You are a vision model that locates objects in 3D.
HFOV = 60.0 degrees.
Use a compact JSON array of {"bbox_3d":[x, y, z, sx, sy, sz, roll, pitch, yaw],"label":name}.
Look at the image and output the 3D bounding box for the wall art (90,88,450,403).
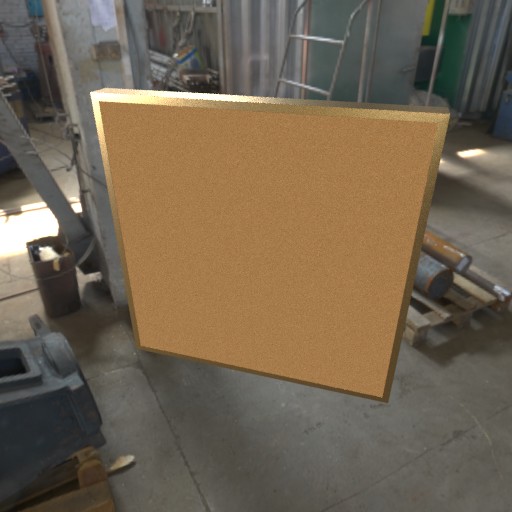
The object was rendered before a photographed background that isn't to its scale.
[{"bbox_3d":[0.000,0.000,0.750,0.509,0.509,0.040,8,31,14],"label":"wall art"}]
